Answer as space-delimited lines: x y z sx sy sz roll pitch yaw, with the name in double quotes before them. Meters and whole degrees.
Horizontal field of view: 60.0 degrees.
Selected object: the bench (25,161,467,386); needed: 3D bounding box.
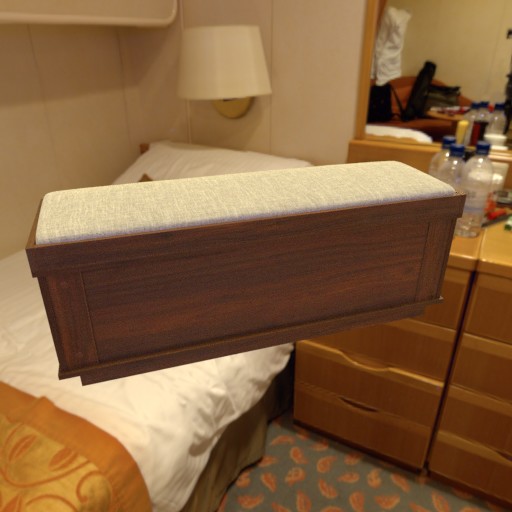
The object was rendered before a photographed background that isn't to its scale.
"bench" 0.000 0.000 1.392 1.196 0.468 0.367 -8 28 -16
